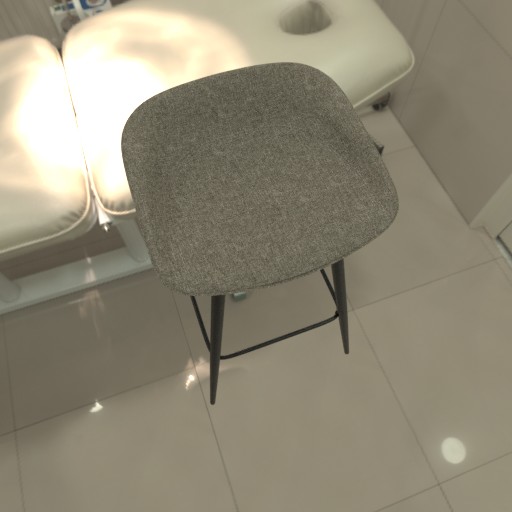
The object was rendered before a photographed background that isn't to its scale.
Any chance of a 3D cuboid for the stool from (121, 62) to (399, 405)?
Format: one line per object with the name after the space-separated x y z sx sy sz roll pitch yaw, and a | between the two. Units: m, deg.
0.000 0.000 1.130 0.469 0.814 0.480 -18 64 -9 | stool
